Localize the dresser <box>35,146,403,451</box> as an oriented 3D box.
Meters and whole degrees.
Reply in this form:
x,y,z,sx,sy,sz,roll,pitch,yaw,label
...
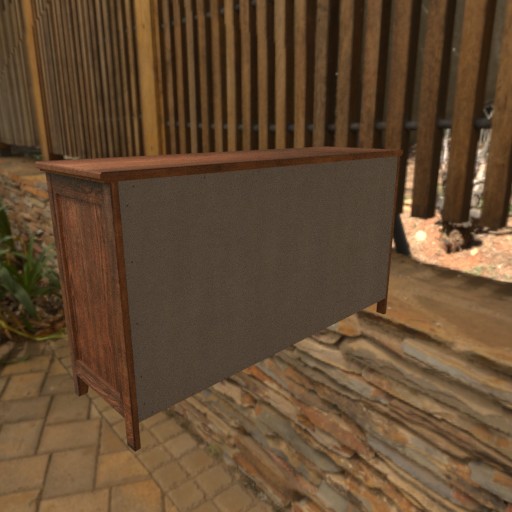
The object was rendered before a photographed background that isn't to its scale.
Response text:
x,y,z,sx,sy,sz,roll,pitch,yaw,label
0.000,0.000,1.910,1.551,0.856,0.463,-15,22,-42,dresser
